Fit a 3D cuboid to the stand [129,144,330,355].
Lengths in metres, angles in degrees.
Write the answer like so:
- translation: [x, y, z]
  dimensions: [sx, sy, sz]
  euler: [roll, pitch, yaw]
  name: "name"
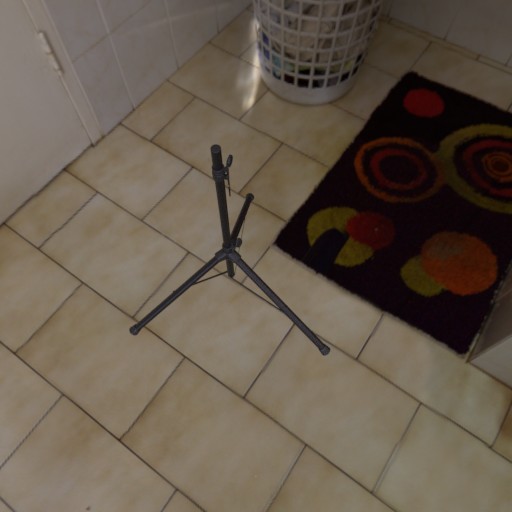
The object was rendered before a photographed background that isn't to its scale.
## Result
- translation: [0.000, 0.000, 1.842]
  dimensions: [0.907, 1.136, 1.045]
  euler: [34, 68, 16]
  name: "stand"
